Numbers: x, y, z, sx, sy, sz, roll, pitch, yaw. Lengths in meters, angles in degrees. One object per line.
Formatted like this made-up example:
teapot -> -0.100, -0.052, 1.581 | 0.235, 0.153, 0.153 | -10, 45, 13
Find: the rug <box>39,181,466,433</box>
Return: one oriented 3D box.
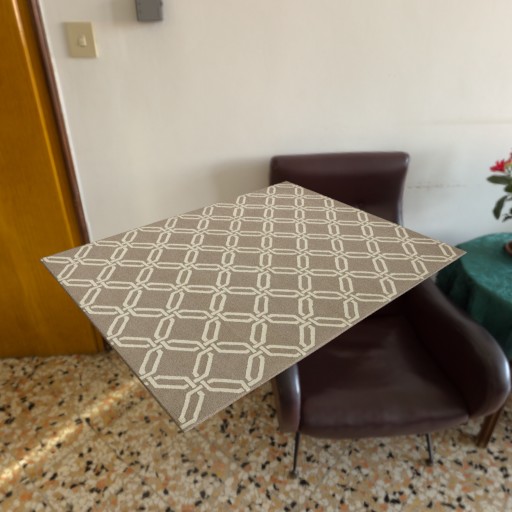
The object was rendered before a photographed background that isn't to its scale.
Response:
rug -> 0.000, 0.000, 3.822 | 2.895, 0.018, 2.288 | -23, 37, -34
